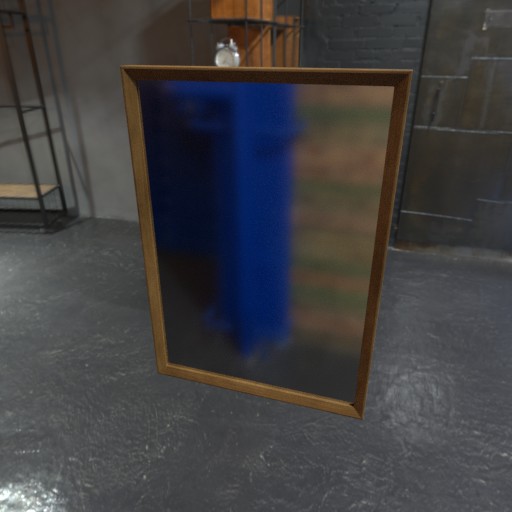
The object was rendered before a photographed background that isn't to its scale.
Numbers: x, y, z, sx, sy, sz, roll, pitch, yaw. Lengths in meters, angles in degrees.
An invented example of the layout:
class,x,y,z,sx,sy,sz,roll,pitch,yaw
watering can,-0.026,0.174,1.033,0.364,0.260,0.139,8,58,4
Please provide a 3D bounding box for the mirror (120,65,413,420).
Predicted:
class,x,y,z,sx,sy,sz,roll,pitch,yaw
mirror,0.000,0.000,0.907,0.508,0.711,0.039,8,27,16
